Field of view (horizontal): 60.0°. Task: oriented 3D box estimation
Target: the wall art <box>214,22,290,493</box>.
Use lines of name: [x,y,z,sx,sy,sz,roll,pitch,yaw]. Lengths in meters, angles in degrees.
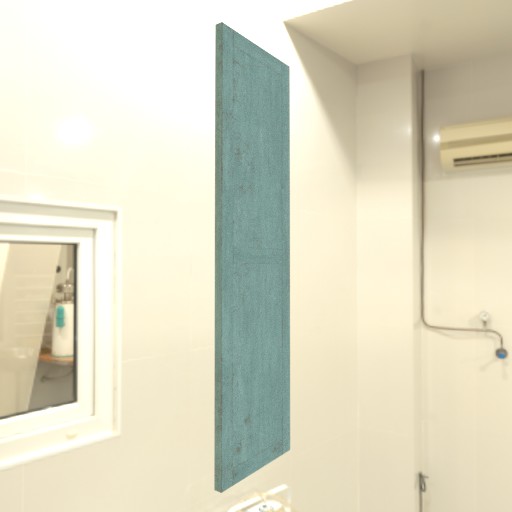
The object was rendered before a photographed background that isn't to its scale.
wall art: [0.000,0.000,1.284,0.025,1.219,0.329,-1,-1,37]
